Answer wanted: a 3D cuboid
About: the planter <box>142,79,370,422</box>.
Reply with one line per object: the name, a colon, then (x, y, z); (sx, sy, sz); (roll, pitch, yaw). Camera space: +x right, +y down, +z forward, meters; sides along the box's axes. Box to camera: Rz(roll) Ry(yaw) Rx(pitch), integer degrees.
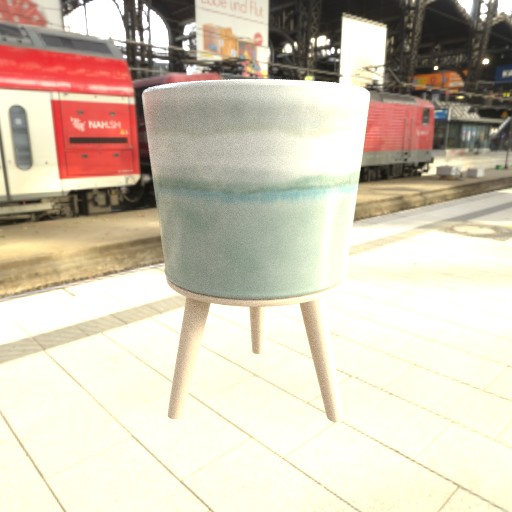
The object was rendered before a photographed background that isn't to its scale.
planter: (0.000, 0.000, 0.581); (0.265, 0.404, 0.265); (14, 21, 43)
